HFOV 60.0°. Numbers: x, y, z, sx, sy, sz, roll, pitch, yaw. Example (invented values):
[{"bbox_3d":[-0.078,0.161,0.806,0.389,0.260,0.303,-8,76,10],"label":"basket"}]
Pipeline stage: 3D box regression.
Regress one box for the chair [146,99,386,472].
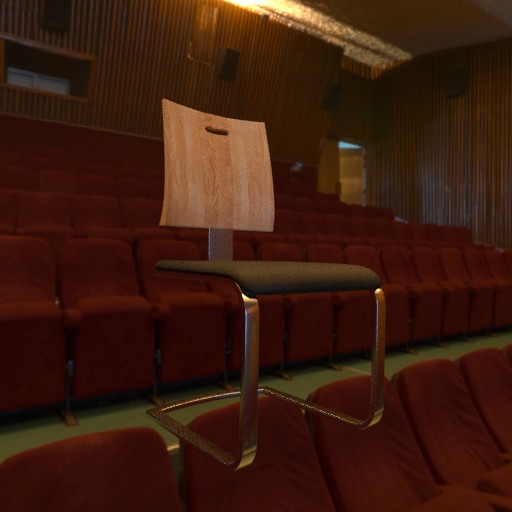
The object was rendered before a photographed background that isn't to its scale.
[{"bbox_3d":[0.000,0.000,1.249,0.462,0.936,0.560,1,-2,-36],"label":"chair"}]
